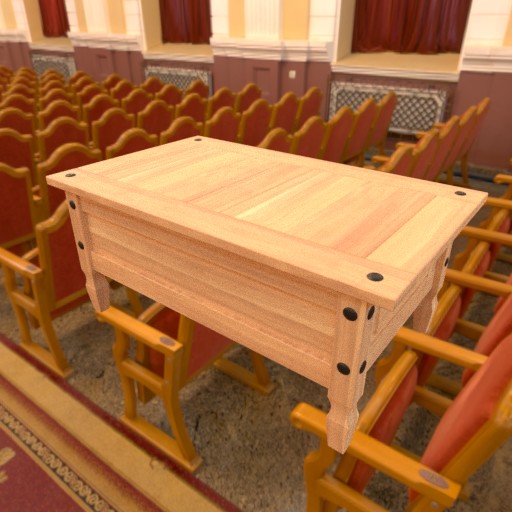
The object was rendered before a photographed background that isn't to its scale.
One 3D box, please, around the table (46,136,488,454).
[{"bbox_3d":[0.000,0.000,1.263,1.000,0.437,0.600,20,34,32],"label":"table"}]
